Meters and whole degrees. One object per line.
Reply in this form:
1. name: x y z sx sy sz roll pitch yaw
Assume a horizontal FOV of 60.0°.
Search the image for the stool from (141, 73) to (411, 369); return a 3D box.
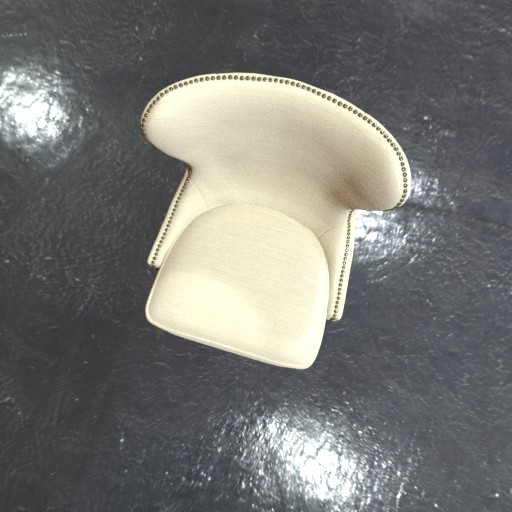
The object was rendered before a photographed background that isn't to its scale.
1. stool: 0.000 0.000 1.360 0.615 0.972 0.597 16 77 4
